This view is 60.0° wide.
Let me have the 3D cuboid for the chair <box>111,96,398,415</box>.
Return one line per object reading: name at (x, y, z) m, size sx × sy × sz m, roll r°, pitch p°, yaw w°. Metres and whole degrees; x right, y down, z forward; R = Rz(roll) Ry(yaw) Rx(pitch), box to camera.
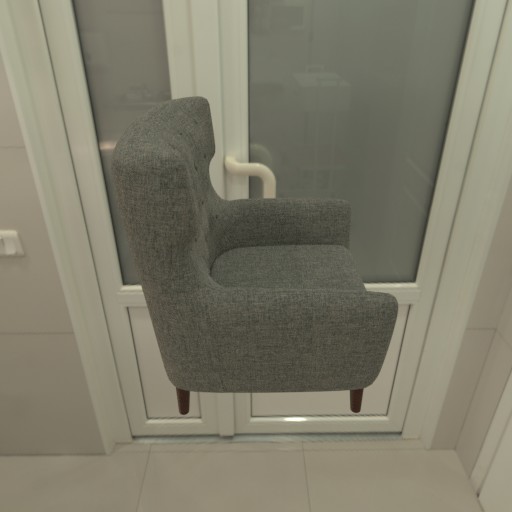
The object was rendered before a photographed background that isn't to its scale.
chair at (0.000, 0.000, 1.747) m, size 0.904 × 1.063 × 0.878 m, roll 0°, pitch 30°, yaw -1°
